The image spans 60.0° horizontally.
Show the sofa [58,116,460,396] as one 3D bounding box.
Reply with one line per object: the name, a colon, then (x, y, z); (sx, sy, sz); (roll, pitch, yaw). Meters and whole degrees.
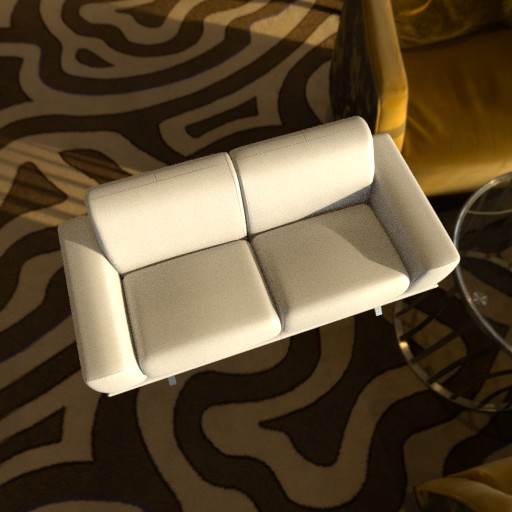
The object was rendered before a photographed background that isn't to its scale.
sofa: (0.000, 0.000, 2.382); (1.901, 0.772, 0.900); (-17, 66, -8)
